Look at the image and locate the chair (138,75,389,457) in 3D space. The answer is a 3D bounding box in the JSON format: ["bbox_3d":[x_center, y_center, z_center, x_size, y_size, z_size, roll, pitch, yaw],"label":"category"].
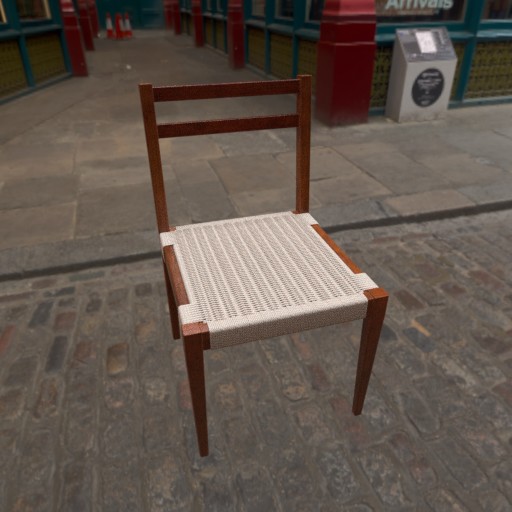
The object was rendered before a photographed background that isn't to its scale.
[{"bbox_3d":[0.000,0.000,1.238,0.495,0.851,0.569,-9,32,-15],"label":"chair"}]
